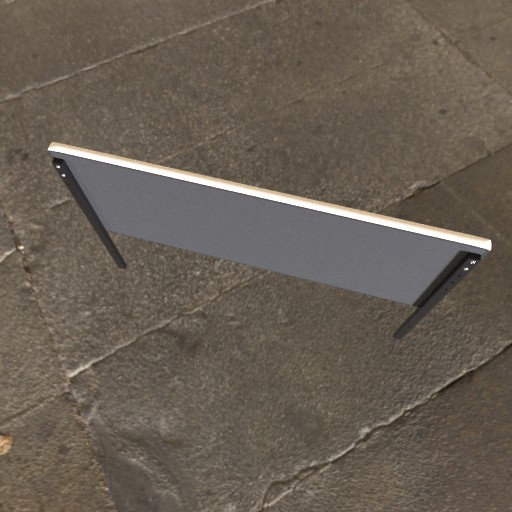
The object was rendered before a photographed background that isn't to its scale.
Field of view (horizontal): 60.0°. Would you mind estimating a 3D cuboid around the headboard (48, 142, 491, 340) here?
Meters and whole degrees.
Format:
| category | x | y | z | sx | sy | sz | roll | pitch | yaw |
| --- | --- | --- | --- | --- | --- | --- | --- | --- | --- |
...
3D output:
| category | x | y | z | sx | sy | sz | roll | pitch | yaw |
| --- | --- | --- | --- | --- | --- | --- | --- | --- | --- |
| headboard | 0.000 | 0.000 | 2.899 | 2.362 | 1.410 | 0.120 | 14 | 64 | 7 |
